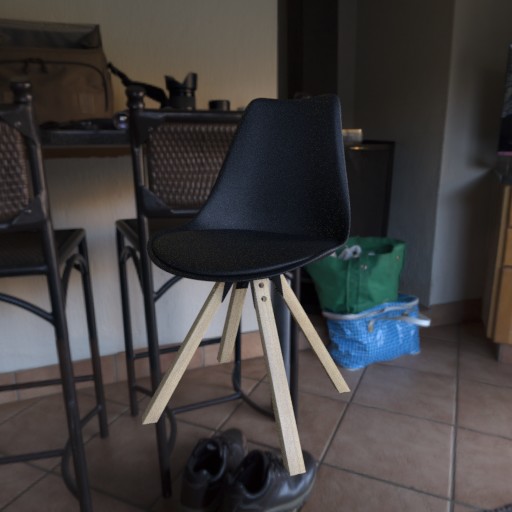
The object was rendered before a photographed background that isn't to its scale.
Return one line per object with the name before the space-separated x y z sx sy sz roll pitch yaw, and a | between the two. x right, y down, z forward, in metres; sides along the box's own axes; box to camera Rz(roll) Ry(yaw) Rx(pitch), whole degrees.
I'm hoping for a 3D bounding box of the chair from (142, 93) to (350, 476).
chair | 0.000 0.000 1.169 0.485 0.850 0.549 7 15 26
